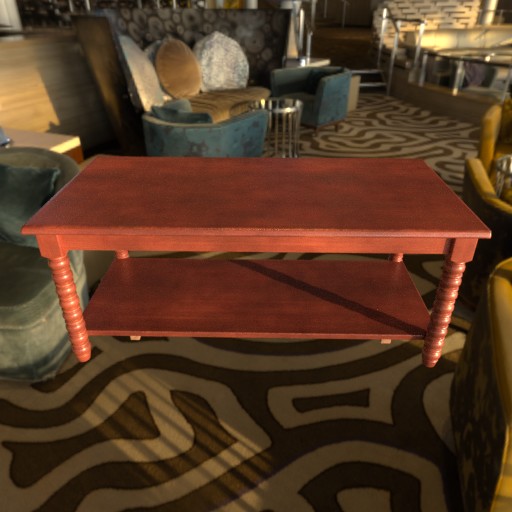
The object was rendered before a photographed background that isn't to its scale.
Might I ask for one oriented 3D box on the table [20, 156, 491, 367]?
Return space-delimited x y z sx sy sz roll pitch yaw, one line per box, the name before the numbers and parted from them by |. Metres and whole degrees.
table | 0.000 0.000 1.459 1.171 0.485 0.580 1 30 1
